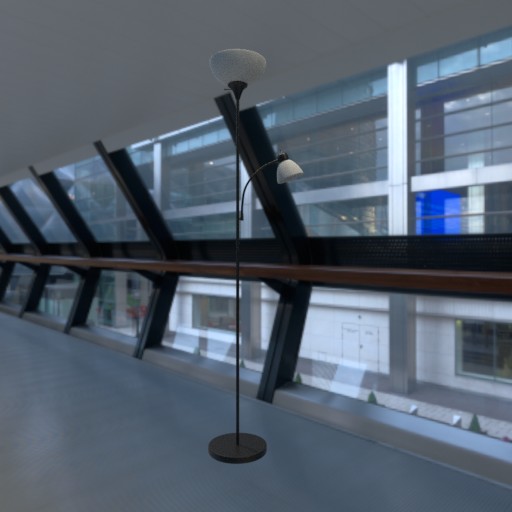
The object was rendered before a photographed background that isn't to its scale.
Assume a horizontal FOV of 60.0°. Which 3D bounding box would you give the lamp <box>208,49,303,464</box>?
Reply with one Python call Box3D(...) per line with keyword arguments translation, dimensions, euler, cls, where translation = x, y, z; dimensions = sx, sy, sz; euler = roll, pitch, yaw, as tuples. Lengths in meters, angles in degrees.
Box3D(translation=(0.000, 0.000, 2.064), dimensions=(0.442, 1.804, 0.279), euler=(0, 0, -1), cls="lamp")
